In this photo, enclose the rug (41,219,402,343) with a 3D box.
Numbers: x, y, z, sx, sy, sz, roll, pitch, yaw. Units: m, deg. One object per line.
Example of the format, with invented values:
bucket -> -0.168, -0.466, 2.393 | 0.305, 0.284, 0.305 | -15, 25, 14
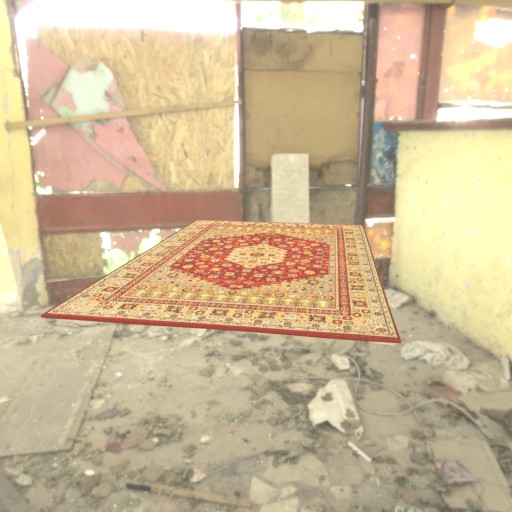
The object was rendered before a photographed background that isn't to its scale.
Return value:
rug -> 0.000, 0.000, 2.284 | 1.194, 0.013, 1.802 | 3, 15, 9
